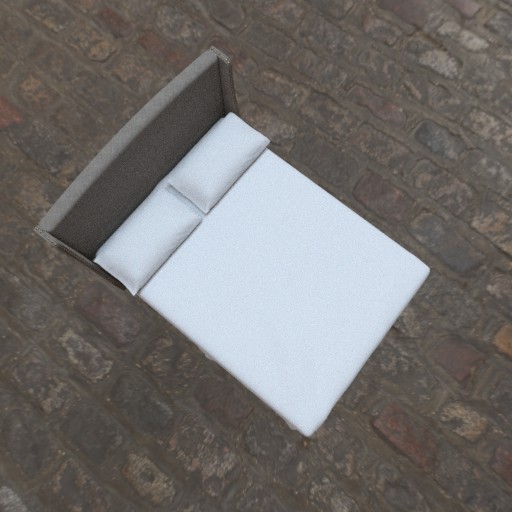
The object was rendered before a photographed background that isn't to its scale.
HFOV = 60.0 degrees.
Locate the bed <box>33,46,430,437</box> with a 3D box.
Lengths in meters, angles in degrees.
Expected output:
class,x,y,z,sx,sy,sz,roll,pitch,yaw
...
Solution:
class,x,y,z,sx,sy,sz,roll,pitch,yaw
bed,0.000,0.000,3.332,2.237,1.407,1.710,38,79,9
